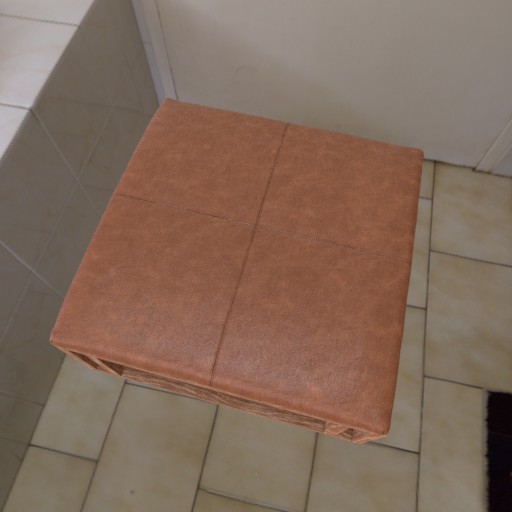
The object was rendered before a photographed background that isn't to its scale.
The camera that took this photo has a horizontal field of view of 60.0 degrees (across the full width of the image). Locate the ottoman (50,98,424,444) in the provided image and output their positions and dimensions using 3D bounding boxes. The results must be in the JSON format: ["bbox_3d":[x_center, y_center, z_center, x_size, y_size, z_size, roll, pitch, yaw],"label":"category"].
[{"bbox_3d":[0.000,0.000,1.606,1.016,0.442,1.013,13,65,6],"label":"ottoman"}]
